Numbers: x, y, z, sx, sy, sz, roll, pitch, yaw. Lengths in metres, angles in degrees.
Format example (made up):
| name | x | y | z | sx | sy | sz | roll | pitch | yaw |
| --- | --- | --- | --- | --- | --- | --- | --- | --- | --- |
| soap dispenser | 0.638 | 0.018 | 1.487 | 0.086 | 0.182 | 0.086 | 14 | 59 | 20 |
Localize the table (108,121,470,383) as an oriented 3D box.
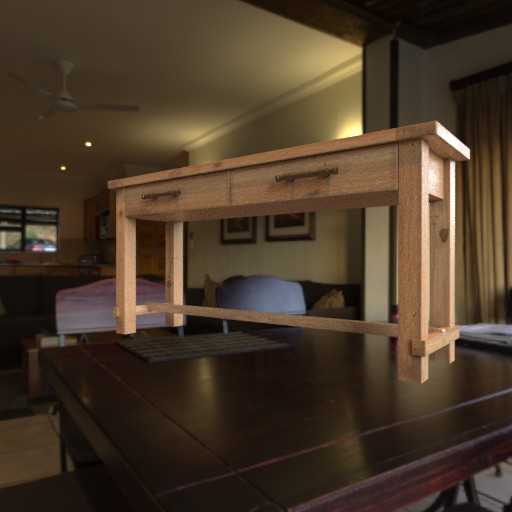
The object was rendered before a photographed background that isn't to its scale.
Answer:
| name | x | y | z | sx | sy | sz | roll | pitch | yaw |
| --- | --- | --- | --- | --- | --- | --- | --- | --- | --- |
| table | 0.000 | 0.000 | 1.899 | 1.599 | 0.762 | 0.442 | 0 | -1 | 38 |
